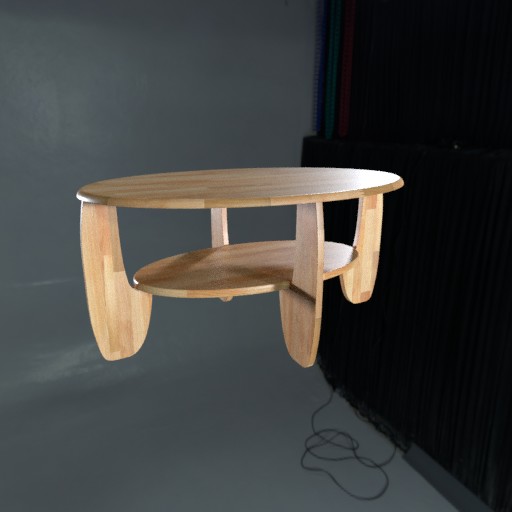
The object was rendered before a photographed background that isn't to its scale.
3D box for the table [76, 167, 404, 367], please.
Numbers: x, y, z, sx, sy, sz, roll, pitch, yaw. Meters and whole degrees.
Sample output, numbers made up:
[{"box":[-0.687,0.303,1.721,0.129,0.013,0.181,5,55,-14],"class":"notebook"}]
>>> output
[{"box":[0.000,0.000,1.424,1.040,0.490,0.690,-9,19,-27],"class":"table"}]
